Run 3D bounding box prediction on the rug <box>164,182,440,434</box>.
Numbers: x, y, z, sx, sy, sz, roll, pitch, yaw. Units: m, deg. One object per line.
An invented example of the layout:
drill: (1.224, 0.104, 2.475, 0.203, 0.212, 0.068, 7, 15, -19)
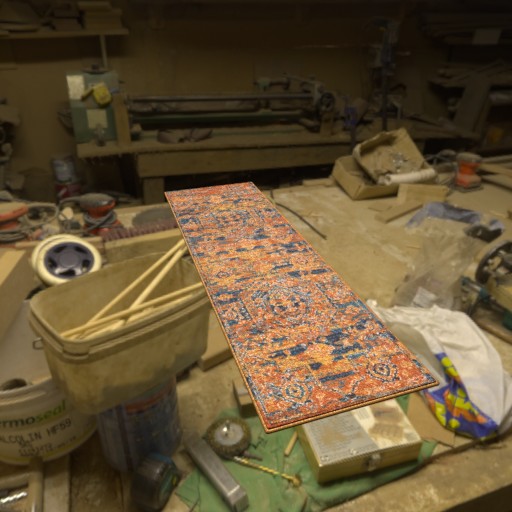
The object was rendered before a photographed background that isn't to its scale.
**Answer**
rug: (0.000, 0.000, 1.997, 0.556, 0.013, 1.820, -9, 31, -16)
